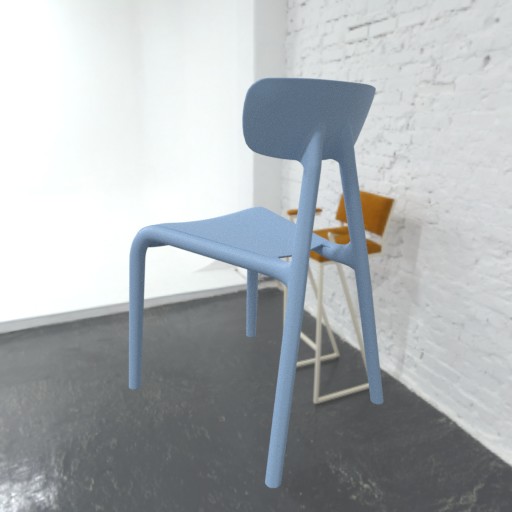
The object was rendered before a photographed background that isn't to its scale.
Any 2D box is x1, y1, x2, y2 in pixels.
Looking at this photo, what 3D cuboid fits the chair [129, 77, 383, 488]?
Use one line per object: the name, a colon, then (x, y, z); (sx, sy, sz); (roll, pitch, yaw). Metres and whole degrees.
chair: (0.000, 0.000, 0.818); (0.356, 0.580, 0.401); (-16, 23, -42)
